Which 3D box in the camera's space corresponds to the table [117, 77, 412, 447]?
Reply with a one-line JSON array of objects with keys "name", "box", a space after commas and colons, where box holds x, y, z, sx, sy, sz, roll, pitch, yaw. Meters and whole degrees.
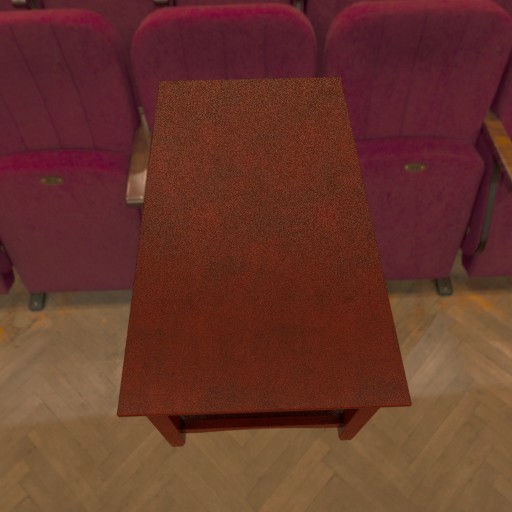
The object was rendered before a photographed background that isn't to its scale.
[{"name": "table", "box": [0.000, 0.000, 1.238, 0.533, 0.456, 0.943, -2, 58, -1]}]
